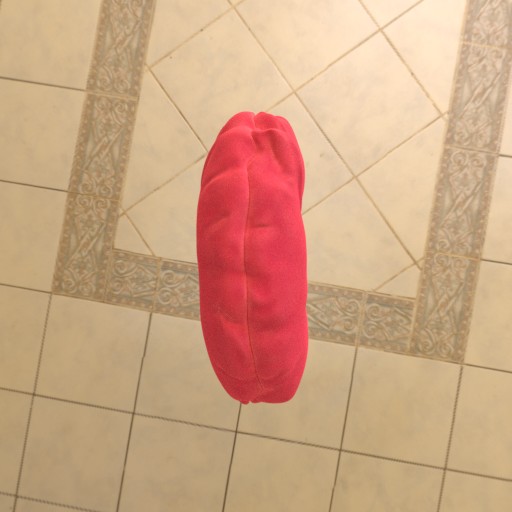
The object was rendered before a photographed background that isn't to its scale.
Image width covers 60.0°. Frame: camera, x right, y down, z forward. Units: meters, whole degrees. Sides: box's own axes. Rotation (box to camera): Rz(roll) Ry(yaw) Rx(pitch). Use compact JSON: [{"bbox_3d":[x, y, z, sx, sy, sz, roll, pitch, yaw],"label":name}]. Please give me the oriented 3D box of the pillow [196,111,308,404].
[{"bbox_3d":[0.000,0.000,0.663,0.148,0.407,0.428,0,90,2],"label":"pillow"}]
